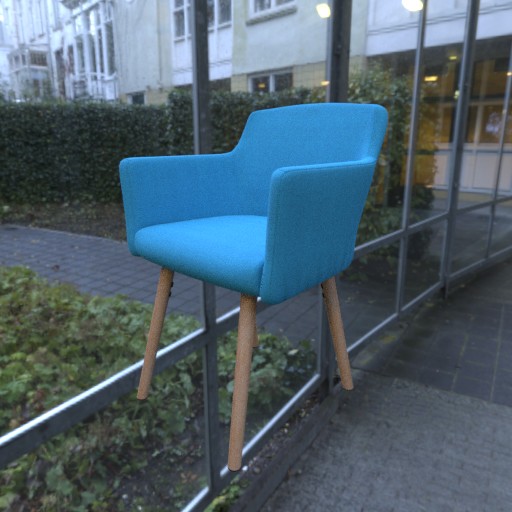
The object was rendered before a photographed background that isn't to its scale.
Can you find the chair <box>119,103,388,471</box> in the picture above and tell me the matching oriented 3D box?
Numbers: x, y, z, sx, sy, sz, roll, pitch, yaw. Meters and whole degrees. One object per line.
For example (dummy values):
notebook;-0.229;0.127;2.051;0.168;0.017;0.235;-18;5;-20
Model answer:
chair;0.000;0.000;1.163;0.570;0.780;0.540;14;21;43
